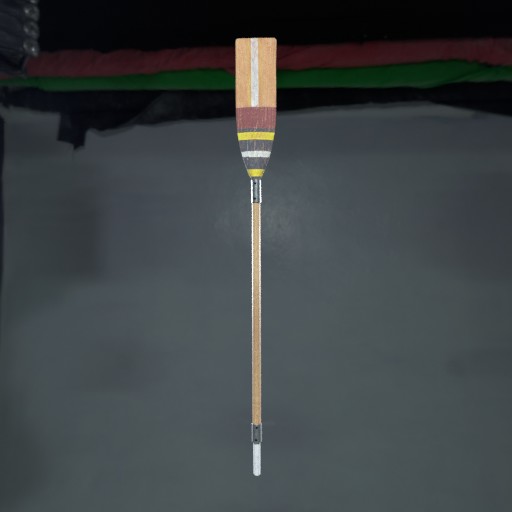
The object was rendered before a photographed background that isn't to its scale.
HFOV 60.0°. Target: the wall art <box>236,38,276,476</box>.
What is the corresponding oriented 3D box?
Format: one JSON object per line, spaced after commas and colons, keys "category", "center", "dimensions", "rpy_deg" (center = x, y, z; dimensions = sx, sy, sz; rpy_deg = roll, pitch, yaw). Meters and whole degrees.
{"category": "wall art", "center": [0.000, 0.000, 1.584], "dimensions": [0.146, 1.556, 0.038], "rpy_deg": [0, 0, 1]}
